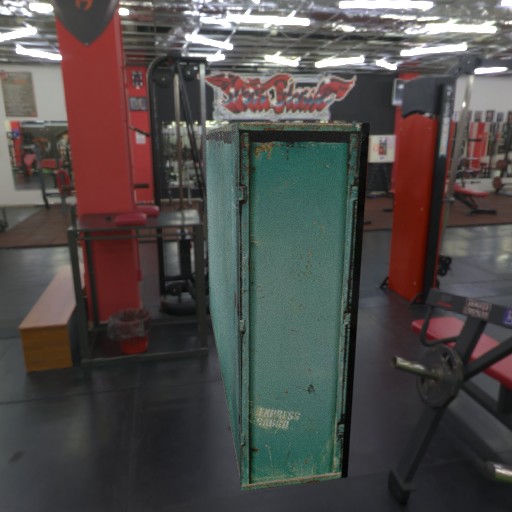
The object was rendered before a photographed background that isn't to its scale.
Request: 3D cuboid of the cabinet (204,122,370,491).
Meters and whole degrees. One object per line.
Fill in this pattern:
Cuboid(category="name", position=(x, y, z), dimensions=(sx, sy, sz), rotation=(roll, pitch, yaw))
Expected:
Cuboid(category="cabinet", position=(0.000, 0.000, 3.916), dimensions=(0.680, 2.160, 3.001), rotation=(-2, 15, -9))
